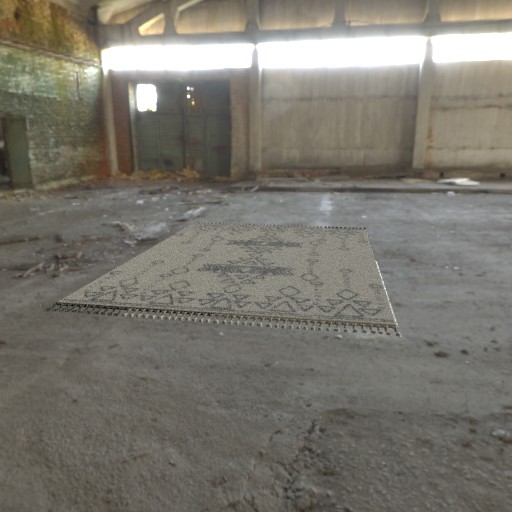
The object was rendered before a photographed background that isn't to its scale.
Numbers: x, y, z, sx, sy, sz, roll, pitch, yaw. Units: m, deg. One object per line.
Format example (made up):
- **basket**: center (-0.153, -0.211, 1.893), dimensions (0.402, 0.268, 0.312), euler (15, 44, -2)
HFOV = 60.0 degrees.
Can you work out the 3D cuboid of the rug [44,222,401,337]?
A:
- **rug**: center (0.000, 0.000, 3.022), dimensions (1.600, 0.013, 2.312), euler (3, 15, 10)
